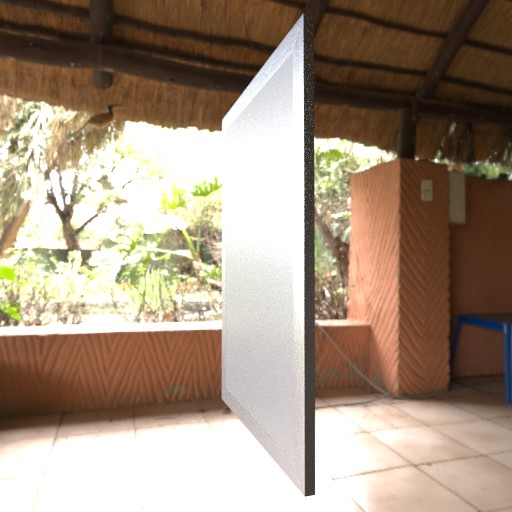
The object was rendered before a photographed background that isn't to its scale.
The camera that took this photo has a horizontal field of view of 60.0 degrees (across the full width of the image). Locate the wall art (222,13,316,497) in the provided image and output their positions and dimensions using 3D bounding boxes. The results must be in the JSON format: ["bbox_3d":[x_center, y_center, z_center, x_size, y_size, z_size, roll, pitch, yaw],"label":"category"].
[{"bbox_3d":[0.000,0.000,0.664,0.013,0.529,0.376,0,-1,-18],"label":"wall art"}]
